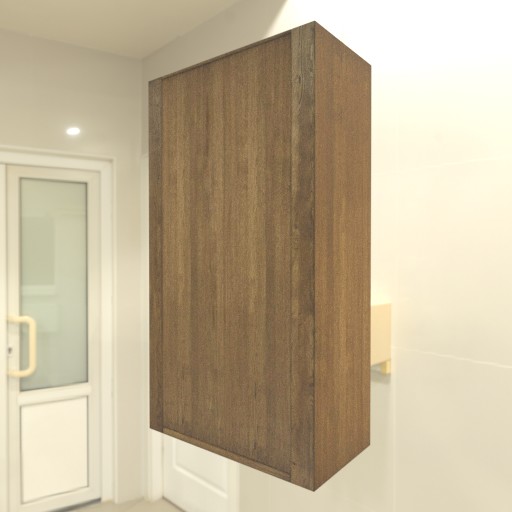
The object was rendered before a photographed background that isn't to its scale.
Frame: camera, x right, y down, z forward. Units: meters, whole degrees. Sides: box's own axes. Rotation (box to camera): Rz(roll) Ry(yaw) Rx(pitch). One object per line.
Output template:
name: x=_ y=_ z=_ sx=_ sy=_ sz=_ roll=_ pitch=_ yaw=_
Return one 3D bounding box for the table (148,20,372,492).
table: x=0.000 y=0.000 z=2.453 sx=1.100 sy=2.000 sz=0.600 roll=1 pitch=1 yaw=38
